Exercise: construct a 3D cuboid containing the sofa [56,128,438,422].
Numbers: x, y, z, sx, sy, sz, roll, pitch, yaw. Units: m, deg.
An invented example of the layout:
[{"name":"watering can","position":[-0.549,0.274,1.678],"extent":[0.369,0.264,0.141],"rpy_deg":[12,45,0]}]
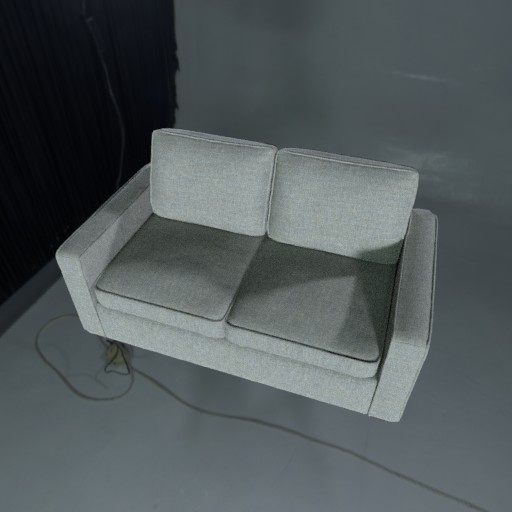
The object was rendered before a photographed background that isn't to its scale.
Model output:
[{"name":"sofa","position":[0.000,0.000,2.271],"extent":[1.706,0.915,0.945],"rpy_deg":[13,43,14]}]
